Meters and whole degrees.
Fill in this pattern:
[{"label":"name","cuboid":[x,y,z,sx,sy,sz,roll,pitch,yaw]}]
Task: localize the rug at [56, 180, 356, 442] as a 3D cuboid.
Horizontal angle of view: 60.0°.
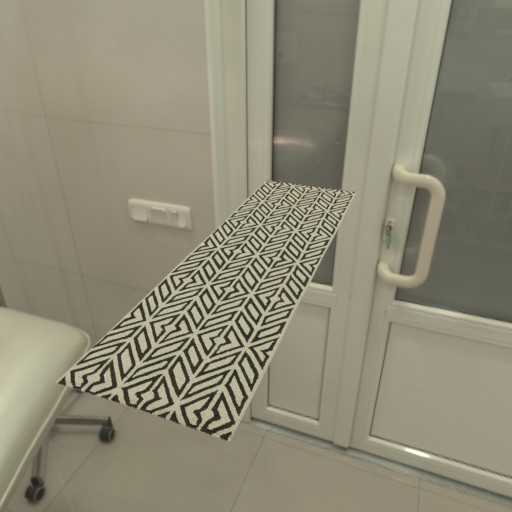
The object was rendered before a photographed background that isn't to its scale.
[{"label":"rug","cuboid":[0.000,0.000,2.606,0.750,0.009,2.435,11,32,18]}]
